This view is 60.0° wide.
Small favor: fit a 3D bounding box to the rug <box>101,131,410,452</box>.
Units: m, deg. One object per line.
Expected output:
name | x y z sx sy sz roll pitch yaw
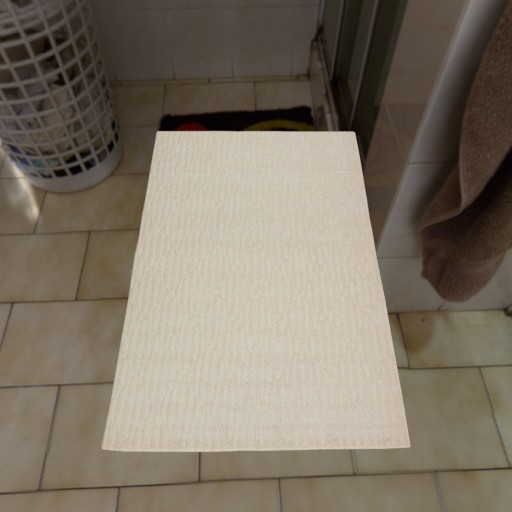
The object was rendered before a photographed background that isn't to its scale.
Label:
rug | 0.000 0.000 2.260 1.238 0.014 1.848 0 57 0
